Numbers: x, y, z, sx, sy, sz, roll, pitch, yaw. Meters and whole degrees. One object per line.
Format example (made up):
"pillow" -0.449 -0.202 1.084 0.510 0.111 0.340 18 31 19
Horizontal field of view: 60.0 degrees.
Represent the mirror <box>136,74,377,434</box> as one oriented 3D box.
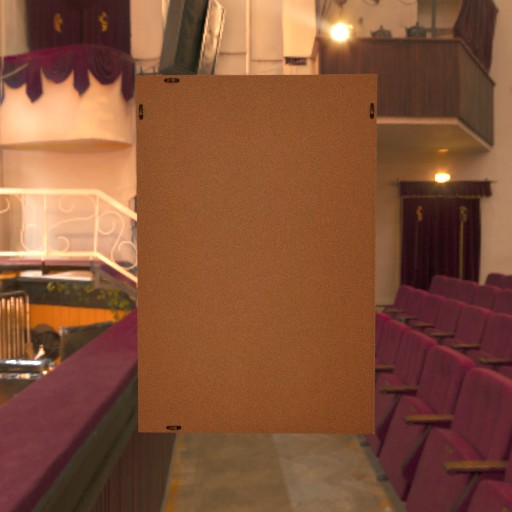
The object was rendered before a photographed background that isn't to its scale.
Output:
"mirror" 0.000 0.000 1.147 0.609 0.915 0.041 0 2 1
